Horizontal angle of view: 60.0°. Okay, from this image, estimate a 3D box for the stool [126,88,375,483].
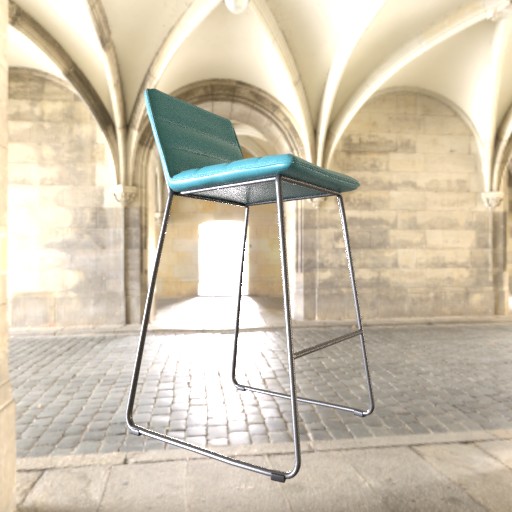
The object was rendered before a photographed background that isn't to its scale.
[{"bbox_3d":[0.000,0.000,1.237,0.524,0.936,0.489,0,0,35],"label":"stool"}]
